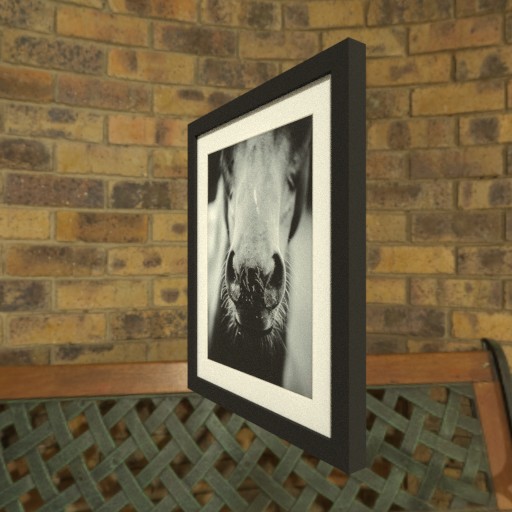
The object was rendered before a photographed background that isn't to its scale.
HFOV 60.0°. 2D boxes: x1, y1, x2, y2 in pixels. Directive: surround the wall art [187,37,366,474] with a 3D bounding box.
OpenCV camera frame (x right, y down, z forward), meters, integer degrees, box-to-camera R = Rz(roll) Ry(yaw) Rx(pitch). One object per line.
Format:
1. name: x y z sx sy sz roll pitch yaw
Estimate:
1. wall art: 0.000 0.000 0.761 0.033 0.559 0.457 0 0 -35
